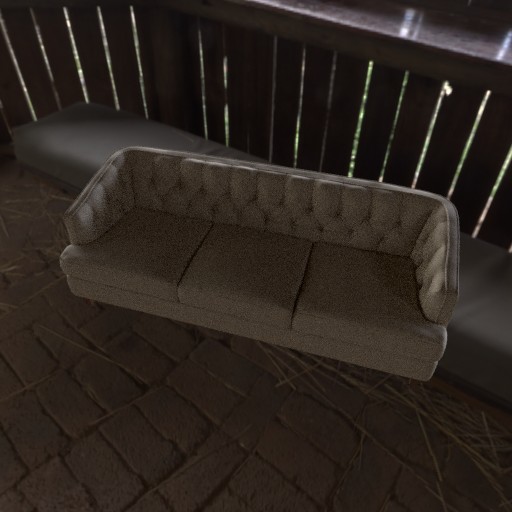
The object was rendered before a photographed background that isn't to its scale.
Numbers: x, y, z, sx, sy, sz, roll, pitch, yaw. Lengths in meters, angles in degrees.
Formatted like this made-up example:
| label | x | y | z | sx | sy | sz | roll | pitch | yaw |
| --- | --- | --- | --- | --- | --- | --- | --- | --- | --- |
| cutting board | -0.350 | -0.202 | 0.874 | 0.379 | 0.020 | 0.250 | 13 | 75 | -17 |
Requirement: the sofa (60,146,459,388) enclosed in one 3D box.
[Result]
| label | x | y | z | sx | sy | sz | roll | pitch | yaw |
| --- | --- | --- | --- | --- | --- | --- | --- | --- | --- |
| sofa | 0.000 | 0.000 | 2.754 | 2.235 | 0.788 | 0.913 | 12 | 43 | 12 |
